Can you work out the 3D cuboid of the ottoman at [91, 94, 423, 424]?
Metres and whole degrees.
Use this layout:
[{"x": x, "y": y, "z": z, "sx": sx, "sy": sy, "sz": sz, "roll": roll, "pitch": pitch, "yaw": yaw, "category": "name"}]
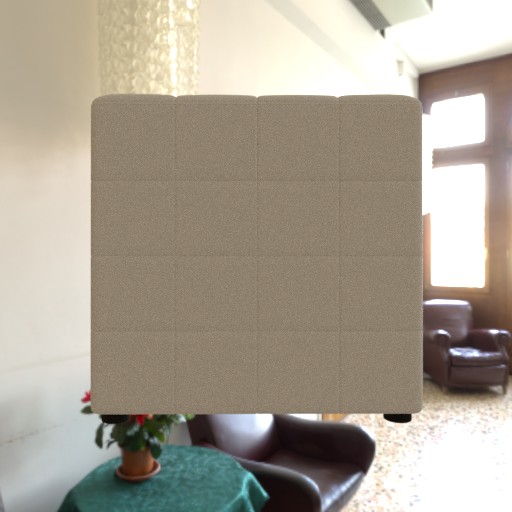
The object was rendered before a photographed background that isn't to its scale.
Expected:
[{"x": 0.000, "y": 0.000, "z": 0.773, "sx": 0.425, "sy": 0.432, "sz": 0.425, "roll": 0, "pitch": 0, "yaw": 0, "category": "ottoman"}]
